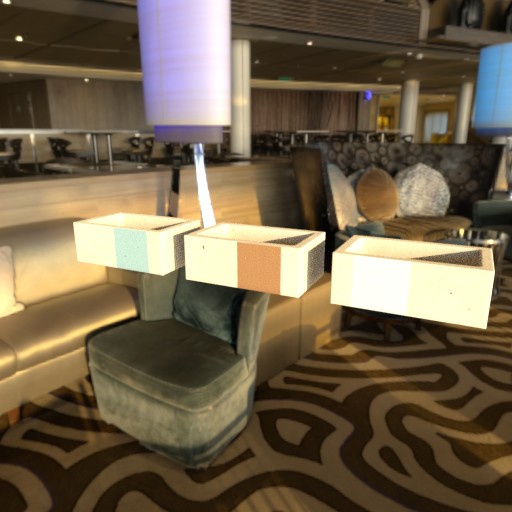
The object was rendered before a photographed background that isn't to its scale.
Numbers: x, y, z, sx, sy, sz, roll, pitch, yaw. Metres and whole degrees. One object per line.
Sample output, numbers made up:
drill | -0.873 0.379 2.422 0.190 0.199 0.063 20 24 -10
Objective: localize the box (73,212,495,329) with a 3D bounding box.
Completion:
box | 0.000 0.000 0.491 0.461 0.051 0.082 7 17 25
